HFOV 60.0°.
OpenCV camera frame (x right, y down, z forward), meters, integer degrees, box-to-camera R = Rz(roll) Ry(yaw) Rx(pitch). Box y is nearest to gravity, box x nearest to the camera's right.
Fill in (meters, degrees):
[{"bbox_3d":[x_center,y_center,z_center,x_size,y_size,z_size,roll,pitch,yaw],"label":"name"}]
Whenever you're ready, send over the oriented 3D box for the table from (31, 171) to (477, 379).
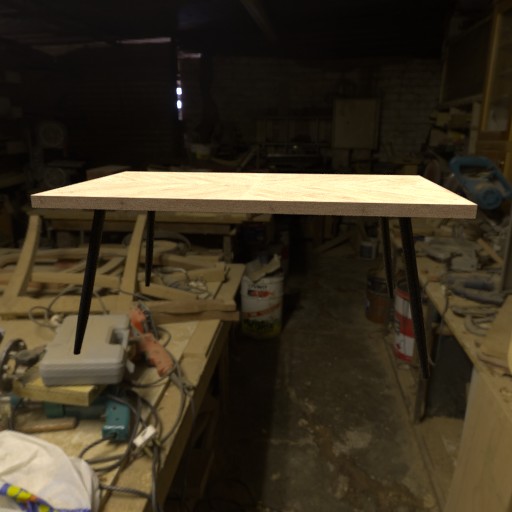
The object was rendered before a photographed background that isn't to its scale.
[{"bbox_3d":[0.000,0.000,2.352,1.803,0.762,0.991,2,17,7],"label":"table"}]
